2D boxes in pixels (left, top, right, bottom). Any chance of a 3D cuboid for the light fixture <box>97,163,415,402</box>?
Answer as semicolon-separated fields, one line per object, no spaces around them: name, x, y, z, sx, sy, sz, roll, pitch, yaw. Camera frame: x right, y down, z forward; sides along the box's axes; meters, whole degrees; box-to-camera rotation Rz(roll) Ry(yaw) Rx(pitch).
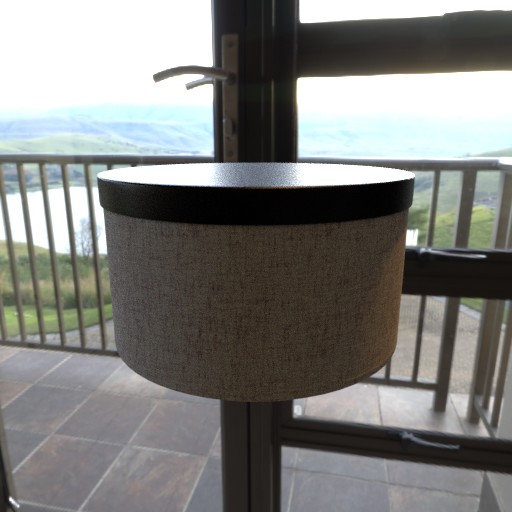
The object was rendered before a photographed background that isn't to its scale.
light fixture;0.000;0.000;0.603;0.389;0.229;0.389;0;15;0
